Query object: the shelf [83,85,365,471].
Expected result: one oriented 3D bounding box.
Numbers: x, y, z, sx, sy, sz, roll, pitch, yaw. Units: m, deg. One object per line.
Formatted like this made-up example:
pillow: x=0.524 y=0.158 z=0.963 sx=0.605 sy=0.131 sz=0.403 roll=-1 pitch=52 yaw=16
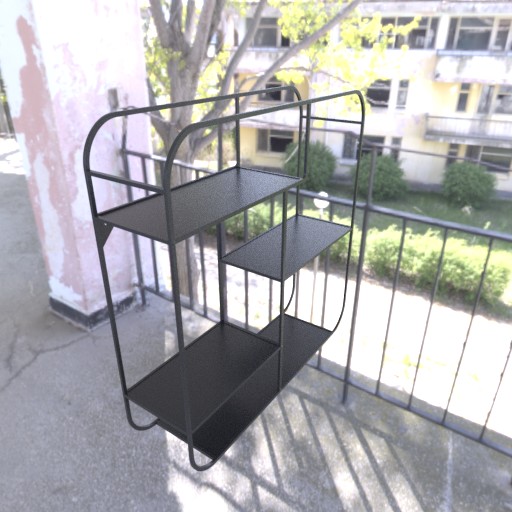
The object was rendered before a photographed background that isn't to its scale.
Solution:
shelf: x=0.000 y=0.000 z=0.892 sx=0.160 sy=0.600 sz=0.600 roll=17 pitch=31 yaw=31
